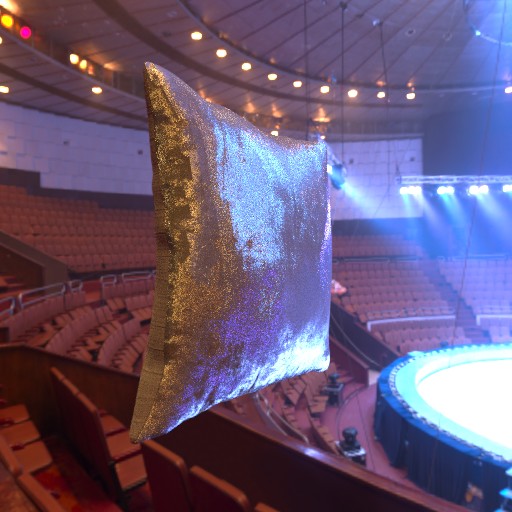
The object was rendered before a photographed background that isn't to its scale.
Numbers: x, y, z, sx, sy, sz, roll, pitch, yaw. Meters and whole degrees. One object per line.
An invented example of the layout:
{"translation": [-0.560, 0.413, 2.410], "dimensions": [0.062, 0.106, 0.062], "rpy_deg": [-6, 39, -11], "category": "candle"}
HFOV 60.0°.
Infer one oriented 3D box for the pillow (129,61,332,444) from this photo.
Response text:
{"translation": [0.000, 0.000, 0.718], "dimensions": [0.175, 0.464, 0.470], "rpy_deg": [0, 0, 37], "category": "pillow"}
